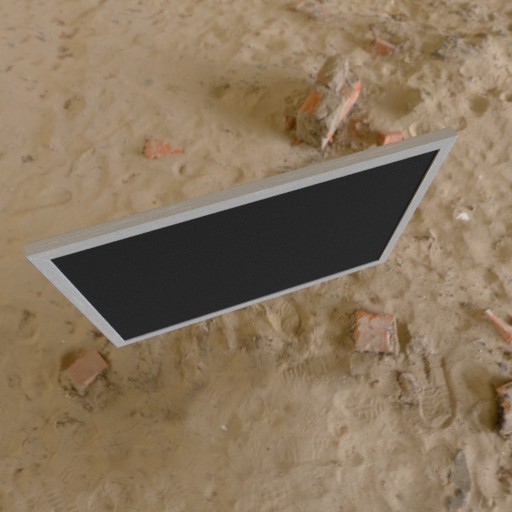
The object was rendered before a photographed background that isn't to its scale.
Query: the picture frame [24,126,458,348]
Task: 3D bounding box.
[{"bbox_3d":[0.000,0.000,1.215,0.950,0.640,0.029,-17,64,-8],"label":"picture frame"}]
